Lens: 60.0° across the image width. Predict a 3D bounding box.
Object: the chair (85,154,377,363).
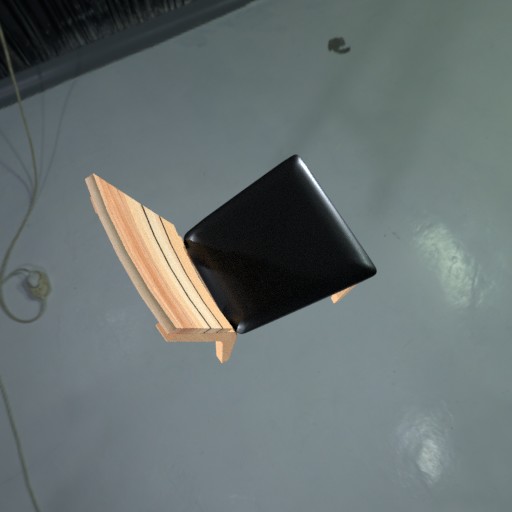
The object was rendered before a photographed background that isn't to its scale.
[{"bbox_3d":[0.000,0.000,1.186,0.520,0.940,0.410,-30,77,-8],"label":"chair"}]
